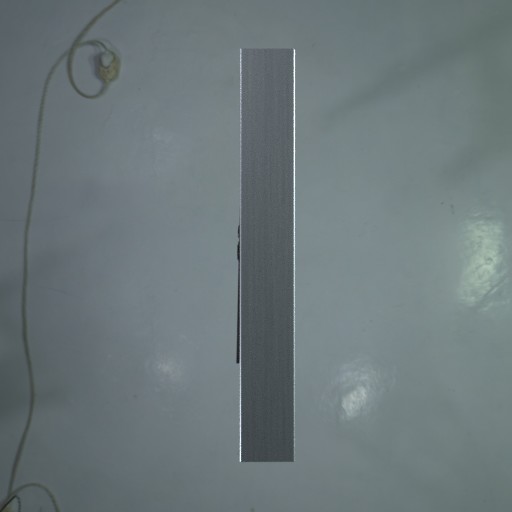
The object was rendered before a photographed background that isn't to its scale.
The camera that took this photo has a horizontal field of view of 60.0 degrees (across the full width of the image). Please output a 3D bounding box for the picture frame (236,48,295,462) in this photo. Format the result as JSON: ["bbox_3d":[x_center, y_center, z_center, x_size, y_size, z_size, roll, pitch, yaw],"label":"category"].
[{"bbox_3d":[0.000,0.000,0.272,0.028,0.208,0.157,0,90,0],"label":"picture frame"}]
